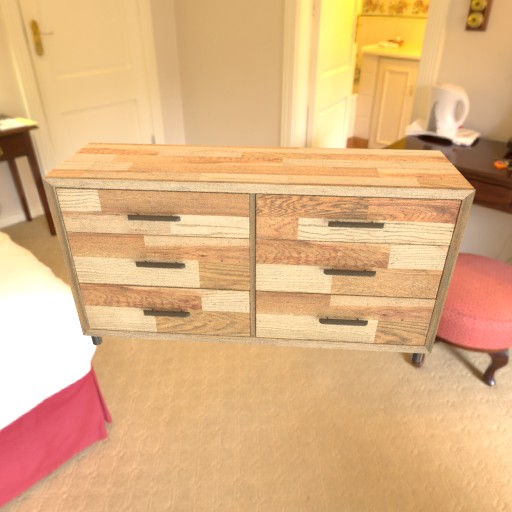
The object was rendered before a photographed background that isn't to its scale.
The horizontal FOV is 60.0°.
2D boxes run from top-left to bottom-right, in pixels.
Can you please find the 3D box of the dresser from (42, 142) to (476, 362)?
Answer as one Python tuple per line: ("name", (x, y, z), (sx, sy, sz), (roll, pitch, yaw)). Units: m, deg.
("dresser", (0.000, 0.000, 1.959), (1.547, 0.834, 0.487), (2, 31, 4))
